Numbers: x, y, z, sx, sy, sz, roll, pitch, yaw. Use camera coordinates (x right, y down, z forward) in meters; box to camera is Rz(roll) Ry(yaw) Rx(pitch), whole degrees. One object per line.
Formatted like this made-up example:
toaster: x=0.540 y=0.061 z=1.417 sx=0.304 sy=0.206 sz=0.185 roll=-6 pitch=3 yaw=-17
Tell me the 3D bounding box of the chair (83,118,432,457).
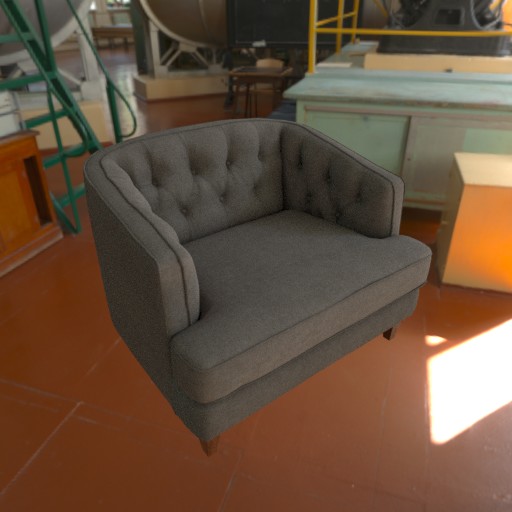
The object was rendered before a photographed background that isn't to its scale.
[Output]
chair: x=0.000 y=0.000 z=1.757 sx=1.104 sy=0.852 sz=0.941 roll=-21 pitch=36 yaw=-32
